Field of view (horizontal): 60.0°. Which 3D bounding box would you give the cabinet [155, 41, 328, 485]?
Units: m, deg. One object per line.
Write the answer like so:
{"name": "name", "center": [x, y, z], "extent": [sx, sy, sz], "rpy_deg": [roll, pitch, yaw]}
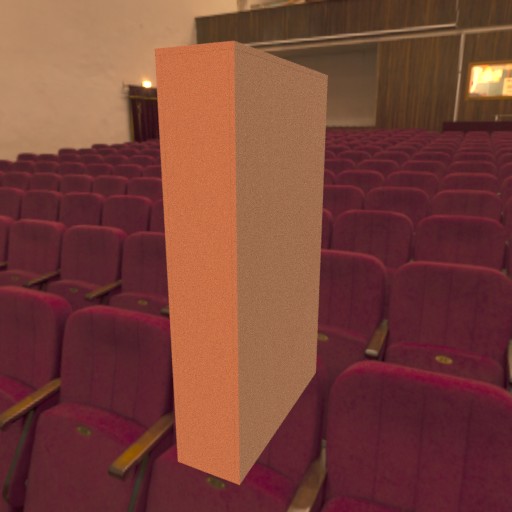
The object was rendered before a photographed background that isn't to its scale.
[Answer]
{"name": "cabinet", "center": [0.000, 0.000, 1.601], "extent": [0.250, 1.280, 0.750], "rpy_deg": [7, 17, 25]}
